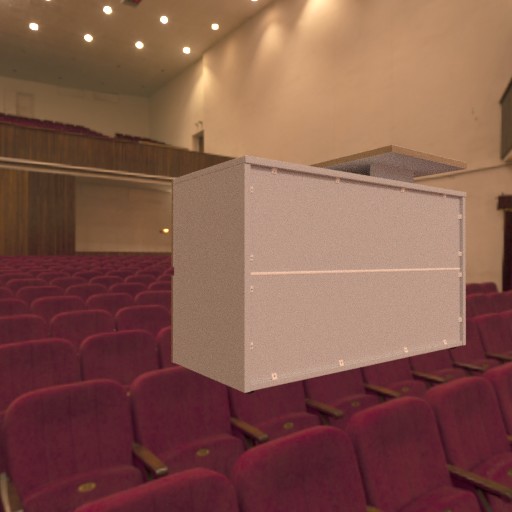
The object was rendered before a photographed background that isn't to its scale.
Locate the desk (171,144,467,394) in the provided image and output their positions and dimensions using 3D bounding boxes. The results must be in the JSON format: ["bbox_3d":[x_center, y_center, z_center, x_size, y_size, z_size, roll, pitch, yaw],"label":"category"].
[{"bbox_3d":[0.000,0.000,2.040,1.098,0.755,1.404,0,0,-36],"label":"desk"}]
